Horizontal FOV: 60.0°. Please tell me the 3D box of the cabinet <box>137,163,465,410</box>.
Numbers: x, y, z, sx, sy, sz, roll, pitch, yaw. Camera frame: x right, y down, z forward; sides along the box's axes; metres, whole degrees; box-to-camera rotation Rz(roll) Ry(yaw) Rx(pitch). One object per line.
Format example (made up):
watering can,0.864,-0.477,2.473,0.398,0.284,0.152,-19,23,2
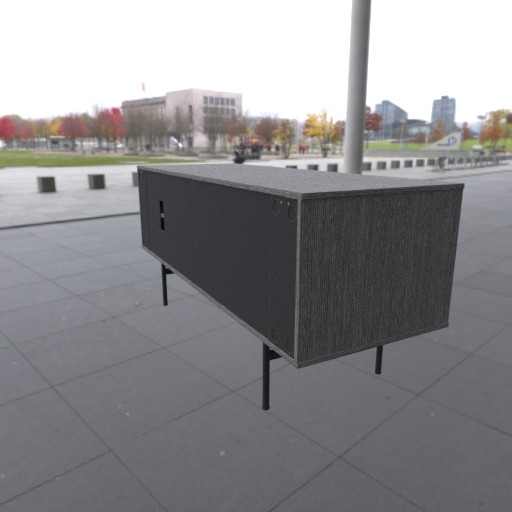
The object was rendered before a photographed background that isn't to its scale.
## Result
cabinet,0.000,0.000,1.601,0.500,0.599,1.300,-8,16,-27
